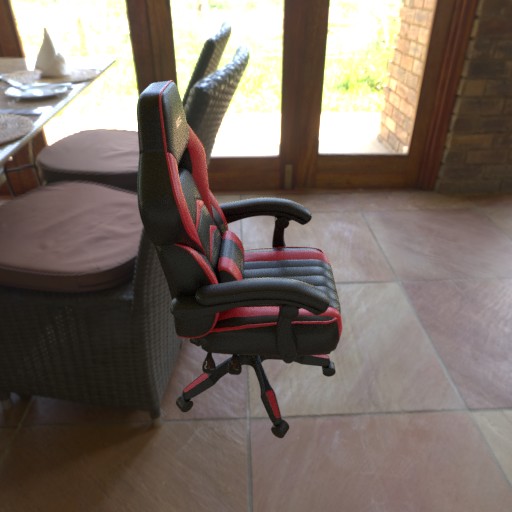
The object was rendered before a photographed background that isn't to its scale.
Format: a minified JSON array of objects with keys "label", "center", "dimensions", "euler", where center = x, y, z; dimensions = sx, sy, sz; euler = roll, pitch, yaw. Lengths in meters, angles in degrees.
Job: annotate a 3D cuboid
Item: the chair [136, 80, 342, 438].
[{"label":"chair","center":[0.000,0.000,1.662],"dimensions":[0.700,1.220,0.700],"euler":[0,32,1]}]
